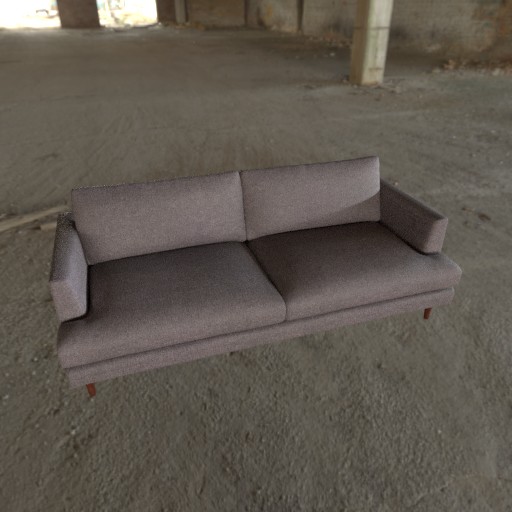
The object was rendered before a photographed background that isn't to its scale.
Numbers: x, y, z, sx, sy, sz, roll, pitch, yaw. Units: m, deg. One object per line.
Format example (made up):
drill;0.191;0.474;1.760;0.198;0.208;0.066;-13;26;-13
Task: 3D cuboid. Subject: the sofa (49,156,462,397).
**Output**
sofa;0.000;0.000;2.715;2.250;0.868;1.020;-9;31;-16
